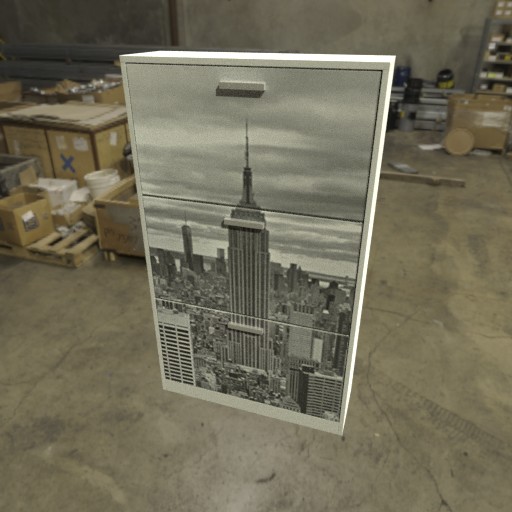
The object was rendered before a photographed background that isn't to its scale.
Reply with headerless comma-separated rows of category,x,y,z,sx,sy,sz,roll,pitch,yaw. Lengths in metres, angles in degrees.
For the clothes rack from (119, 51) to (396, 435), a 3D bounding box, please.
clothes rack,0.000,0.000,1.552,0.750,1.280,0.250,9,29,16
